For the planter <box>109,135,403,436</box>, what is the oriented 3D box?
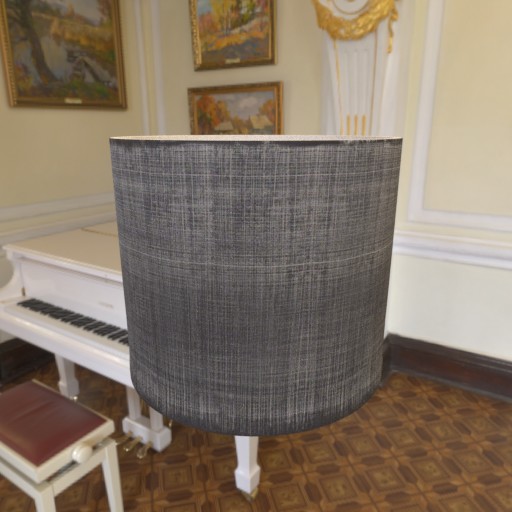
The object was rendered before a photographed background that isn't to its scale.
[{"bbox_3d":[0.000,0.000,0.303,0.178,0.157,0.178,0,16,0],"label":"planter"}]
